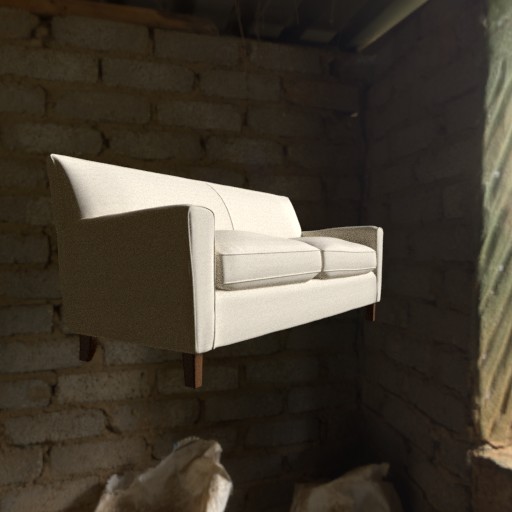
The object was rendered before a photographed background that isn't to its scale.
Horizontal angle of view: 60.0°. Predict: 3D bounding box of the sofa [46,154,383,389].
[{"bbox_3d":[0.000,0.000,2.500,0.841,0.907,2.001,1,1,35],"label":"sofa"}]
